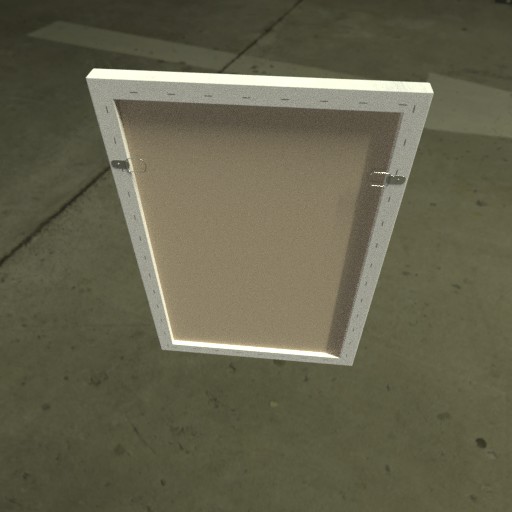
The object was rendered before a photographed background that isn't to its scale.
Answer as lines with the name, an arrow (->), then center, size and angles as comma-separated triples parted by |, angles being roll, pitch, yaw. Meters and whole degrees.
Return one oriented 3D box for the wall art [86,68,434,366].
wall art -> 0.000, 0.000, 1.131 | 0.624, 0.914, 0.043 | 4, 46, 4
